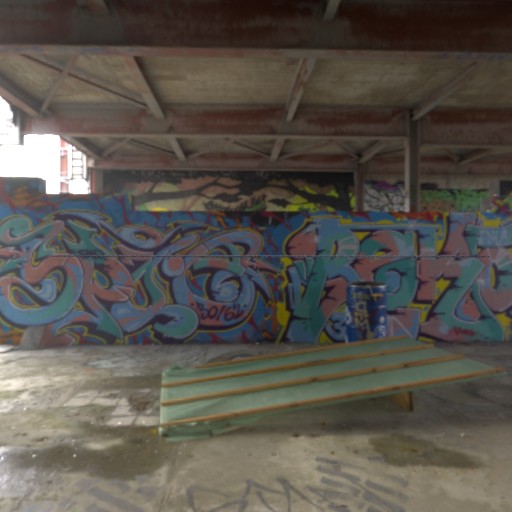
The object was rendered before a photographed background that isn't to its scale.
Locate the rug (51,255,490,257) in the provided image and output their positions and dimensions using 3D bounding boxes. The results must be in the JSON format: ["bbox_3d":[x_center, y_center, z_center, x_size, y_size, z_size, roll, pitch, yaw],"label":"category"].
[{"bbox_3d":[0.000,0.000,2.693,2.443,0.008,0.688,0,0,18],"label":"rug"}]
